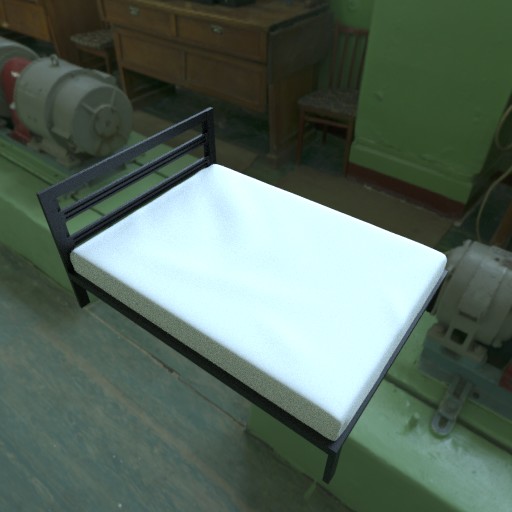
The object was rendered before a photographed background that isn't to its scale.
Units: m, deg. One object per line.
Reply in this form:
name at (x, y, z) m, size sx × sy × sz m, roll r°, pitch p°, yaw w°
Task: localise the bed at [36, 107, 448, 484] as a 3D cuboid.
bed at (0.000, 0.000, 2.878) m, size 2.062 × 0.967 × 1.524 m, roll 26°, pitch 48°, yaw 27°
